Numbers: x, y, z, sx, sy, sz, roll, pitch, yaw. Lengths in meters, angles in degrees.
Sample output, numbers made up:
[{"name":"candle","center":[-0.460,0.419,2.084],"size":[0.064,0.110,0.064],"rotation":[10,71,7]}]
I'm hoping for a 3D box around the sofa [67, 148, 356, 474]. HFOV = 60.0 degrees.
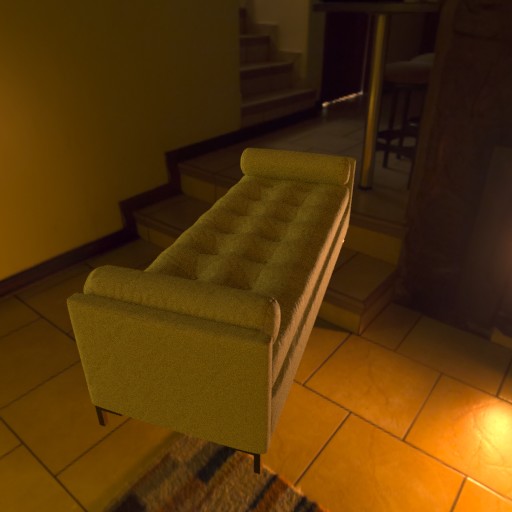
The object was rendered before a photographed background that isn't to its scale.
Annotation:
[{"name":"sofa","center":[0.000,0.000,2.493],"size":[0.796,0.705,2.102],"rotation":[9,31,16]}]
